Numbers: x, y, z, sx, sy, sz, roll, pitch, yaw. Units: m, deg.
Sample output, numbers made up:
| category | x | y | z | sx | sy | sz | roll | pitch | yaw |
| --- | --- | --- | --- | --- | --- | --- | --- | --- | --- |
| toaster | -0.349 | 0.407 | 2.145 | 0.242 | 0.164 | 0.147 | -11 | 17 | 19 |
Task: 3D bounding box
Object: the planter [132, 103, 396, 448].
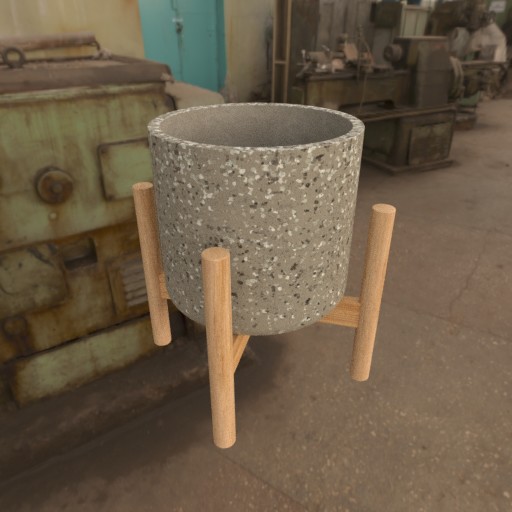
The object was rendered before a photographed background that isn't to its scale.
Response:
| category | x | y | z | sx | sy | sz | roll | pitch | yaw |
| --- | --- | --- | --- | --- | --- | --- | --- | --- | --- |
| planter | 0.000 | 0.000 | 0.540 | 0.284 | 0.320 | 0.284 | 20 | 35 | 32 |
